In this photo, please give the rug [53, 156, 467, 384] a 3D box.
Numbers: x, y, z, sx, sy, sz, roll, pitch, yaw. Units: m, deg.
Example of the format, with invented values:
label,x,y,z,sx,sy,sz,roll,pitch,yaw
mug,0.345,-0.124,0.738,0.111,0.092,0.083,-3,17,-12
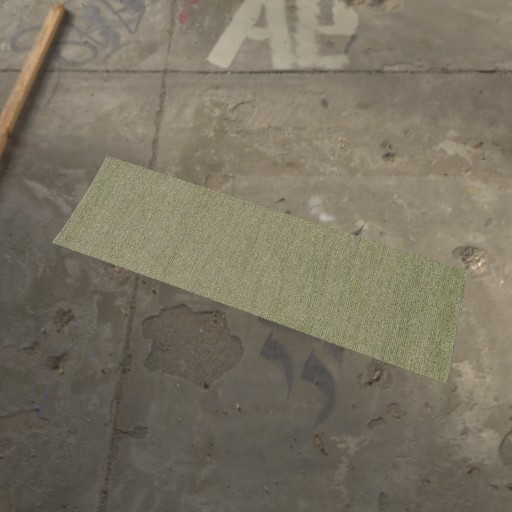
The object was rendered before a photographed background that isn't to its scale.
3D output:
label,x,y,z,sx,sy,sz,roll,pitch,yaw
rug,0.000,0.000,2.575,2.340,0.013,0.686,19,65,9
